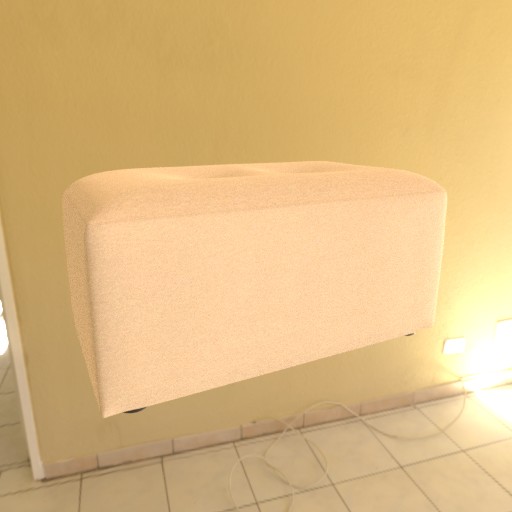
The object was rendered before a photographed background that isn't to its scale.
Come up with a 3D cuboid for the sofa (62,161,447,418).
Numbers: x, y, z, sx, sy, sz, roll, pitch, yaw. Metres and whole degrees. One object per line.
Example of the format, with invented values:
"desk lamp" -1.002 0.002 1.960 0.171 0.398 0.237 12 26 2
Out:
"sofa" 0.000 0.000 1.211 0.930 0.470 0.480 -8 18 -26
